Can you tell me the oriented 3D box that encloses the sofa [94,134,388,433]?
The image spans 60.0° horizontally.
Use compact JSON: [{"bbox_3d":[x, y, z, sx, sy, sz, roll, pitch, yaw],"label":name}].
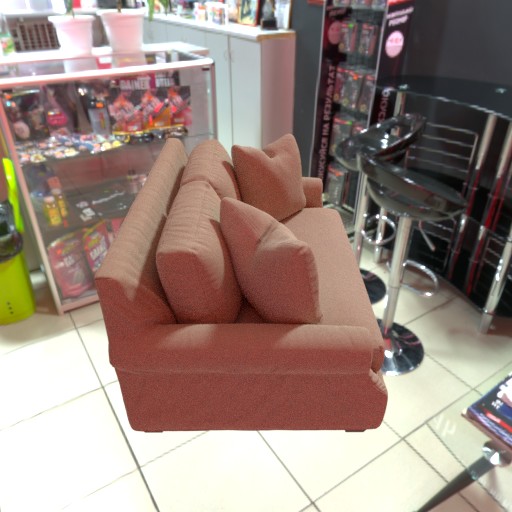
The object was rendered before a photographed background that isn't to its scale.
[{"bbox_3d":[0.000,0.000,2.203,1.070,0.905,1.550,0,33,0],"label":"sofa"}]
